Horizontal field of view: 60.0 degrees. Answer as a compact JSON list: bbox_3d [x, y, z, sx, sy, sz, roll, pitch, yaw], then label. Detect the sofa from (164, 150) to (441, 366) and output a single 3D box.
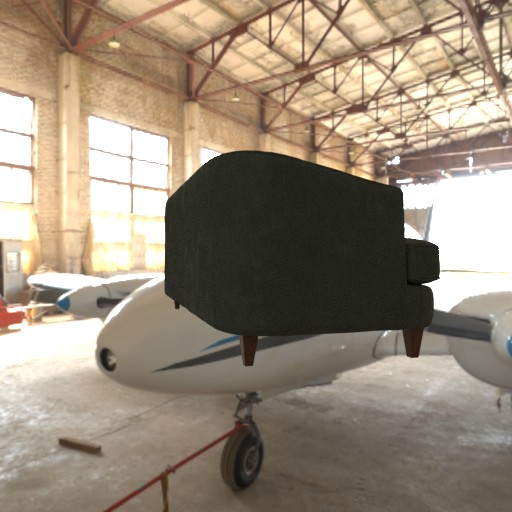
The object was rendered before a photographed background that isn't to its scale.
[{"bbox_3d":[0.000,0.000,2.767,0.941,0.855,2.278,0,0,-18],"label":"sofa"}]
